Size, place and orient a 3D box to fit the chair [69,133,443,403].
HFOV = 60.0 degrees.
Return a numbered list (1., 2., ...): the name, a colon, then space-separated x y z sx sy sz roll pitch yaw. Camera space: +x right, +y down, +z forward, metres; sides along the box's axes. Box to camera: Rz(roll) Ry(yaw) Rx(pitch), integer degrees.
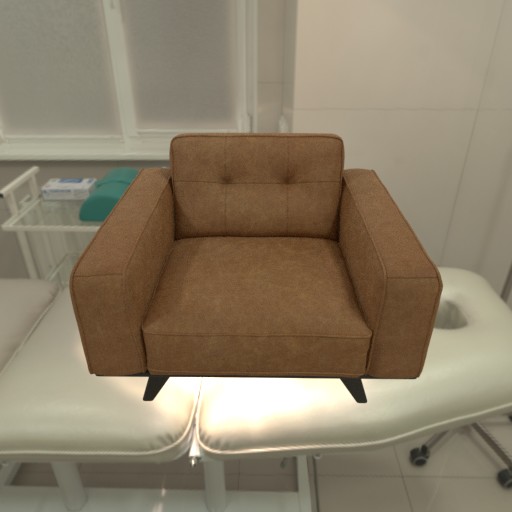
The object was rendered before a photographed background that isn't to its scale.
1. chair: 0.000 0.000 1.746 1.118 0.782 0.952 0 30 1
